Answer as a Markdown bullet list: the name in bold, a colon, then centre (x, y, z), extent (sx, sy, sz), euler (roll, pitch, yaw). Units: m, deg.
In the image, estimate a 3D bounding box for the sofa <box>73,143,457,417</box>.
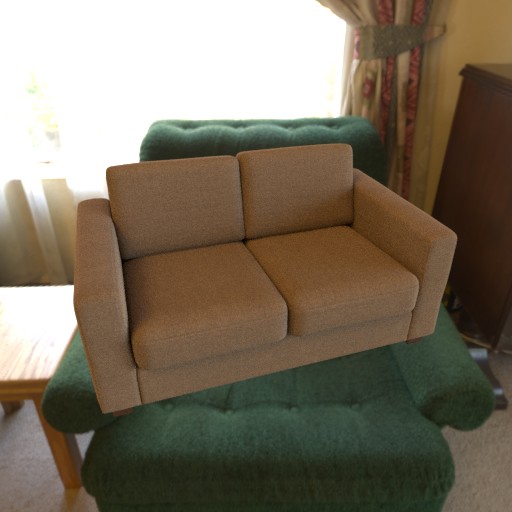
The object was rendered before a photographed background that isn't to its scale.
- **sofa**: centre (0.000, 0.000, 2.040), extent (1.520, 0.800, 0.900), euler (-9, 32, -16)
